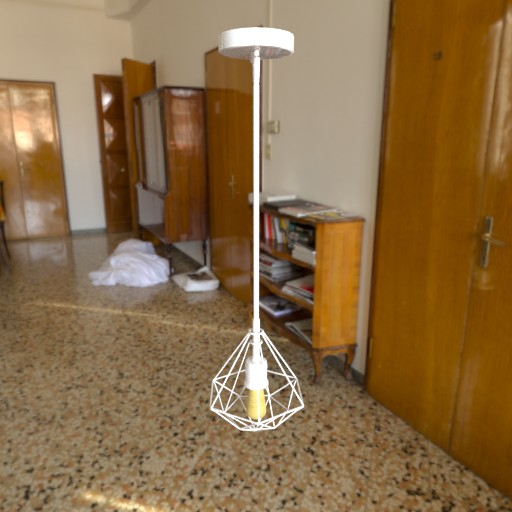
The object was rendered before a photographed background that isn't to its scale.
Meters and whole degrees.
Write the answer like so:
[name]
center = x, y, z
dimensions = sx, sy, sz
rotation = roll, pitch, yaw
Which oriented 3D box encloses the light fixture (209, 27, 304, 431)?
[light fixture]
center = 0.000, 0.000, 1.950
dimensions = 0.487, 1.764, 0.431
rotation = 7, 16, 27
